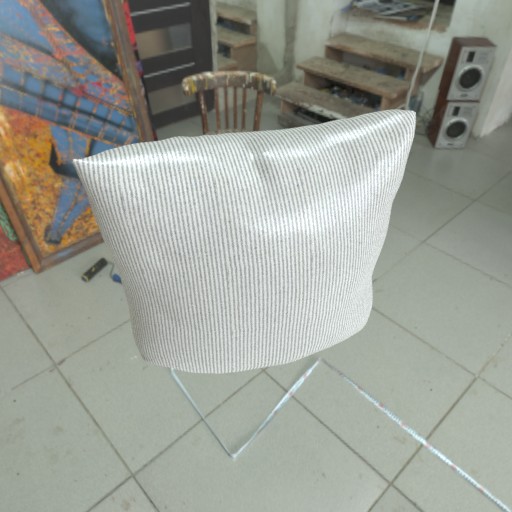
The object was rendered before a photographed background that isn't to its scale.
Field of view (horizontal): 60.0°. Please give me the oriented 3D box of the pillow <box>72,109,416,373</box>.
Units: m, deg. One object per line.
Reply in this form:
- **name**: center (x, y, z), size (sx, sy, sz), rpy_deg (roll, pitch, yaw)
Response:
- **pillow**: center (0.000, 0.000, 0.696), size (0.387, 0.432, 0.310), rpy_deg (12, 42, 13)
